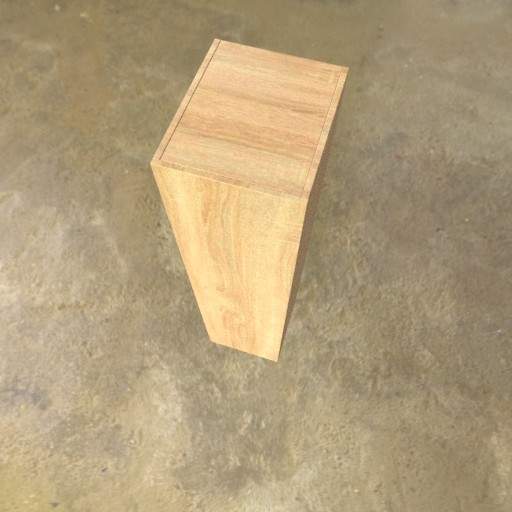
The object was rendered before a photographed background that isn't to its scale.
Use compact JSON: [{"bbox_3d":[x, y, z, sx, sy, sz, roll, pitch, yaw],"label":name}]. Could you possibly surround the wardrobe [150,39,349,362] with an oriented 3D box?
[{"bbox_3d":[0.000,0.000,2.393,0.496,2.117,0.588,16,65,8],"label":"wardrobe"}]
